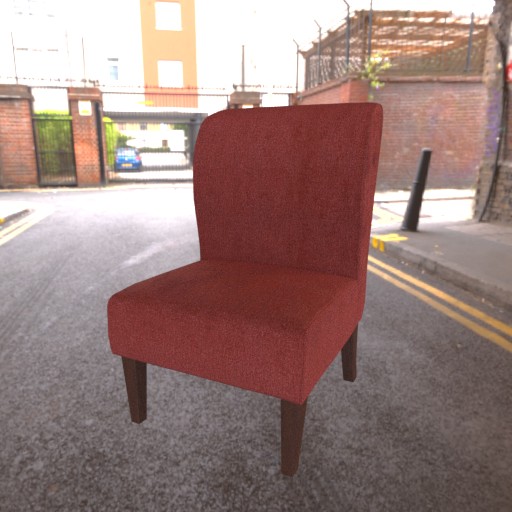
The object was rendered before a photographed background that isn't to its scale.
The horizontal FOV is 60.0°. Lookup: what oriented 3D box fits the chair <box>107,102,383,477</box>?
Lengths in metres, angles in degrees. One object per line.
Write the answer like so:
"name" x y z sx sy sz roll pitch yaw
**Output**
"chair" 0.000 0.000 1.232 0.538 0.846 0.640 7 15 26
